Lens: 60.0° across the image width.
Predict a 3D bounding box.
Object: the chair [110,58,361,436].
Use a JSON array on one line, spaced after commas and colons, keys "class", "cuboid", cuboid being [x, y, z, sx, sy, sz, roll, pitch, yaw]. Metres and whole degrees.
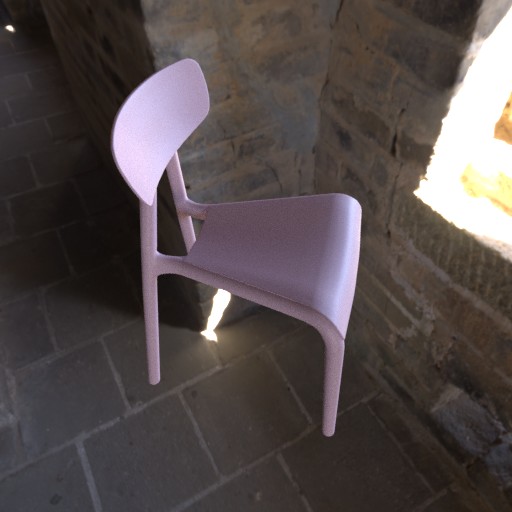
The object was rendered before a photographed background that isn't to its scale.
[{"class": "chair", "cuboid": [0.000, 0.000, 0.805, 0.401, 0.580, 0.356, 10, 49, 9]}]
